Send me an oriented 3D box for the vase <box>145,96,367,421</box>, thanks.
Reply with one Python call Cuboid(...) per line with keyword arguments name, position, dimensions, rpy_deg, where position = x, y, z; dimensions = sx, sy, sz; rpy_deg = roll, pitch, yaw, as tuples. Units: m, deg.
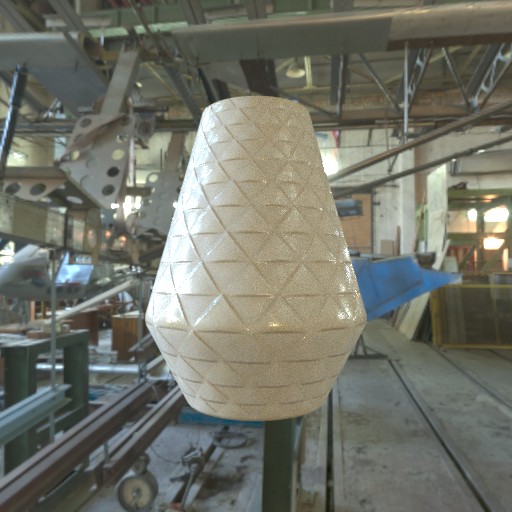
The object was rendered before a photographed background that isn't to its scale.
Cuboid(name="vase", position=(0.000, 0.000, 0.362), dimensions=(0.175, 0.230, 0.175), rpy_deg=(0, -2, 0))
